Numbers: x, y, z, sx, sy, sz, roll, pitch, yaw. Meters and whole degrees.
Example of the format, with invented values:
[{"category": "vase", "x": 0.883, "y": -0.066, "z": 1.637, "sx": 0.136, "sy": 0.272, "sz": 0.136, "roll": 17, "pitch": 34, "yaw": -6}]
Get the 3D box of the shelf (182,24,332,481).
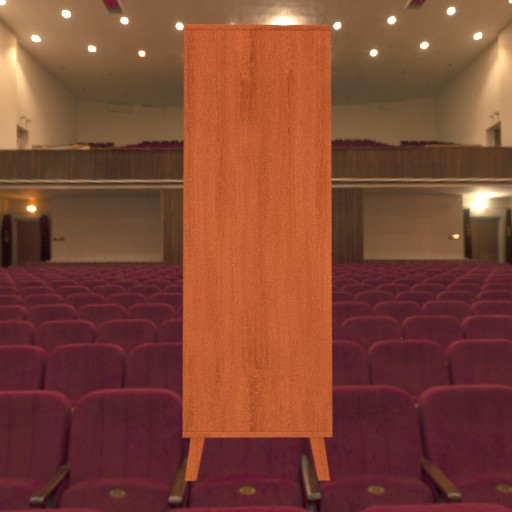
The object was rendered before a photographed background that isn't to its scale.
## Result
[{"category": "shelf", "x": 0.000, "y": 0.000, "z": 1.835, "sx": 0.450, "sy": 1.390, "sz": 1.000, "roll": 0, "pitch": -1, "yaw": 0}]
